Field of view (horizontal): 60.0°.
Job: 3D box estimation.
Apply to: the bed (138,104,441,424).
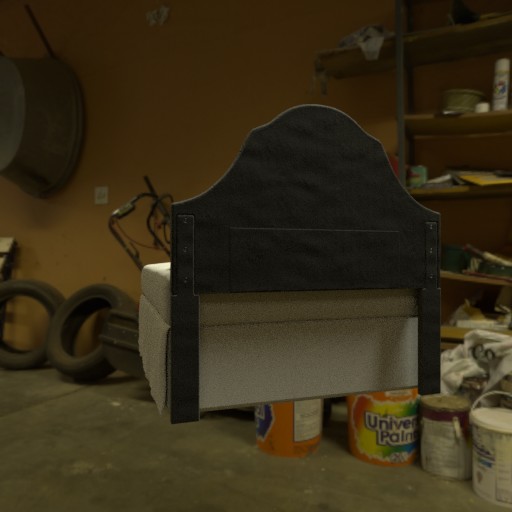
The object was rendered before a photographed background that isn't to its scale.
[{"bbox_3d":[0.000,0.000,3.321,1.636,1.575,2.155,0,0,-18],"label":"bed"}]
